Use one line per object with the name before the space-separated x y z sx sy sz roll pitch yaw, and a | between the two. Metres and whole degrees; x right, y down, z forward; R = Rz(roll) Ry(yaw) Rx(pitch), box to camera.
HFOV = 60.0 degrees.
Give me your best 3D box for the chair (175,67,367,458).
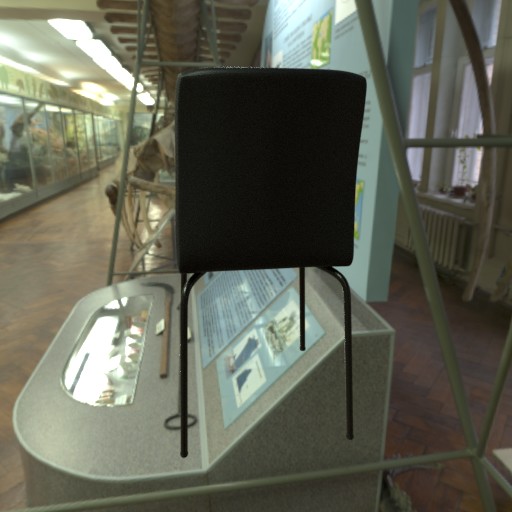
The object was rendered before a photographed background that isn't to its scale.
chair | 0.000 0.000 1.196 0.450 0.872 0.572 -2 15 -9
